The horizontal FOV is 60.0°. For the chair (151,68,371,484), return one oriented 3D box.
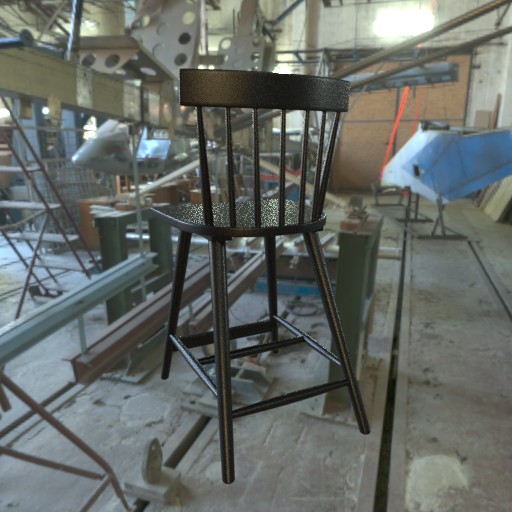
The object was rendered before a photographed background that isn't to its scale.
[{"bbox_3d":[0.000,0.000,1.278,0.483,0.952,0.572,-7,16,-26],"label":"chair"}]
